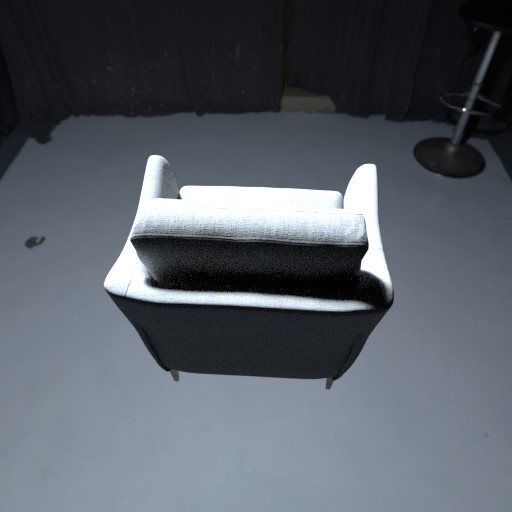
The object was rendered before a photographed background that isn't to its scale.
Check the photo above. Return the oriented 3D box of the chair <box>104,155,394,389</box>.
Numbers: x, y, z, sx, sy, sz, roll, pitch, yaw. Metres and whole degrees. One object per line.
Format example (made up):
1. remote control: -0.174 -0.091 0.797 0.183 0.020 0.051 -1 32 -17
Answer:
1. chair: 0.000 0.000 1.718 0.986 0.902 0.961 2 48 2
